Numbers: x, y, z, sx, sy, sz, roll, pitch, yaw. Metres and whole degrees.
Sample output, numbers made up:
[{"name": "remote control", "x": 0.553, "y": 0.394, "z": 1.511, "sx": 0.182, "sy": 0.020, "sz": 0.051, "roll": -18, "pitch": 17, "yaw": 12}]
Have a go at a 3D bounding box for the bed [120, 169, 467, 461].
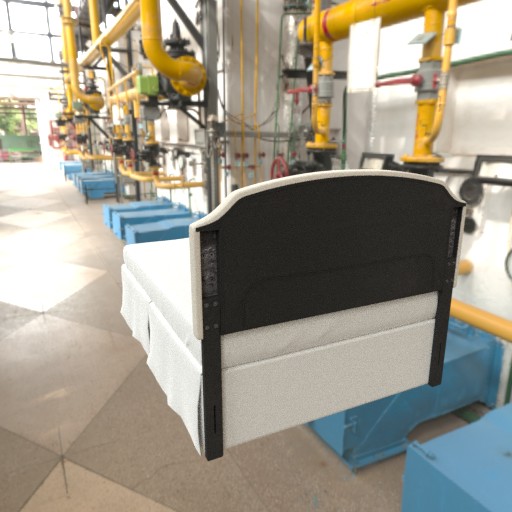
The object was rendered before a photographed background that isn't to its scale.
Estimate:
[{"name": "bed", "x": 0.000, "y": 0.000, "z": 3.004, "sx": 1.558, "sy": 1.270, "sz": 1.999, "roll": -7, "pitch": 17, "yaw": -25}]
